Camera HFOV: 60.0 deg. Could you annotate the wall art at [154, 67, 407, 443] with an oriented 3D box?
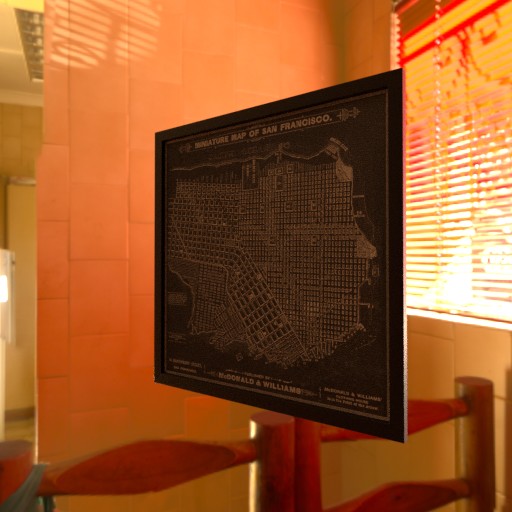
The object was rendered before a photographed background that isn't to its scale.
[{"bbox_3d":[0.000,0.000,0.681,0.457,0.458,0.012,-1,-1,37],"label":"wall art"}]
